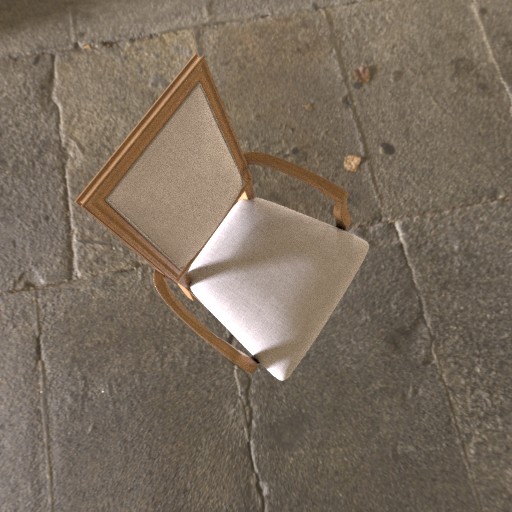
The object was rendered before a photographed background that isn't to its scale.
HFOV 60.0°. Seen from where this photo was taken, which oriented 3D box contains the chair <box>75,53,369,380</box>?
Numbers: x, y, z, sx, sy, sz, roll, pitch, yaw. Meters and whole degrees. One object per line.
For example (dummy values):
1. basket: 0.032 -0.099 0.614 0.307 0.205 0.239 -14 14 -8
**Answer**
1. chair: 0.000 0.000 1.368 0.602 0.990 0.606 33 78 8
